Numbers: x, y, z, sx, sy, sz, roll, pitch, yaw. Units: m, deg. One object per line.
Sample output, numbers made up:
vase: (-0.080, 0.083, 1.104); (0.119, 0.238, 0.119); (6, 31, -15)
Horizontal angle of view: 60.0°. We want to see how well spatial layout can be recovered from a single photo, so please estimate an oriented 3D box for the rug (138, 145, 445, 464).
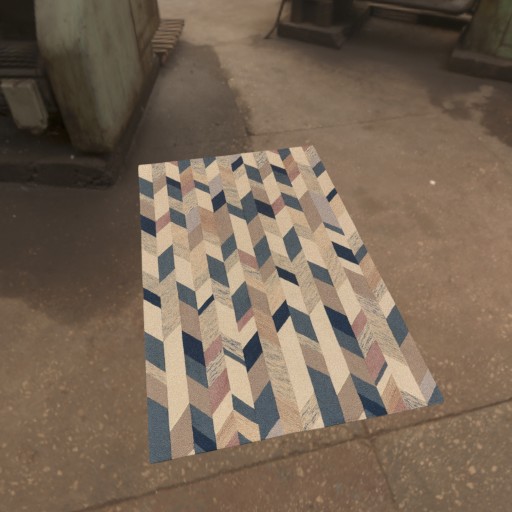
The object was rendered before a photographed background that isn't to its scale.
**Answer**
rug: (0.000, 0.000, 2.982); (1.513, 0.008, 2.423); (-8, 47, -8)
